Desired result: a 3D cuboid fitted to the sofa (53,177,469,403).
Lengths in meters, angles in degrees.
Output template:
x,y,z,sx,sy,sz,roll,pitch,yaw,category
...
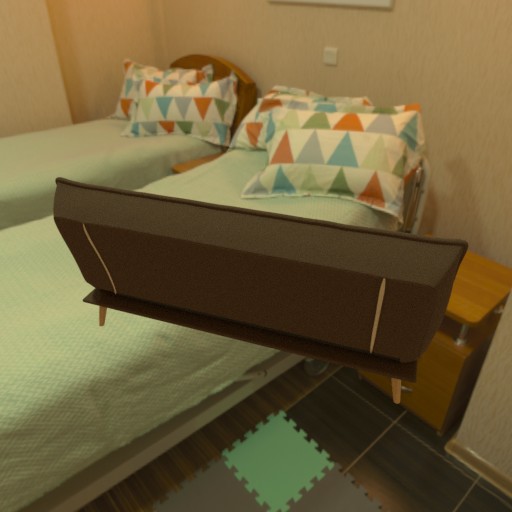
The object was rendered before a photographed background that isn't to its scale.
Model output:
x,y,z,sx,sy,sz,roll,pitch,yaw,category
0.000,0.000,2.431,1.940,0.890,0.950,11,34,16,sofa
